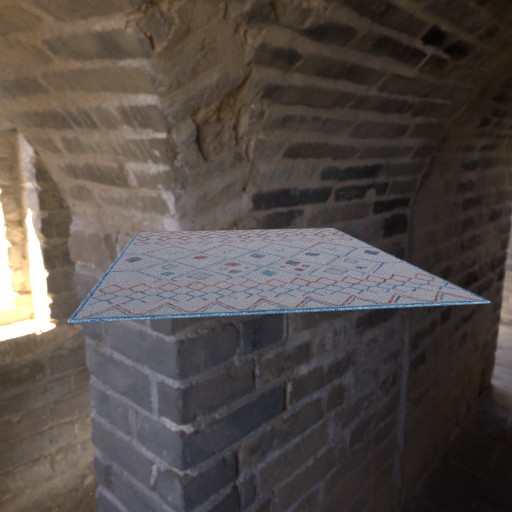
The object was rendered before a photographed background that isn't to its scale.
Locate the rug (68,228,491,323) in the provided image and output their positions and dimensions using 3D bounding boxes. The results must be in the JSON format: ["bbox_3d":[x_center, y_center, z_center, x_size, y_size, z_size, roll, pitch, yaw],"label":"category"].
[{"bbox_3d":[0.000,0.000,3.982,2.441,0.016,3.050,-2,12,-8],"label":"rug"}]
